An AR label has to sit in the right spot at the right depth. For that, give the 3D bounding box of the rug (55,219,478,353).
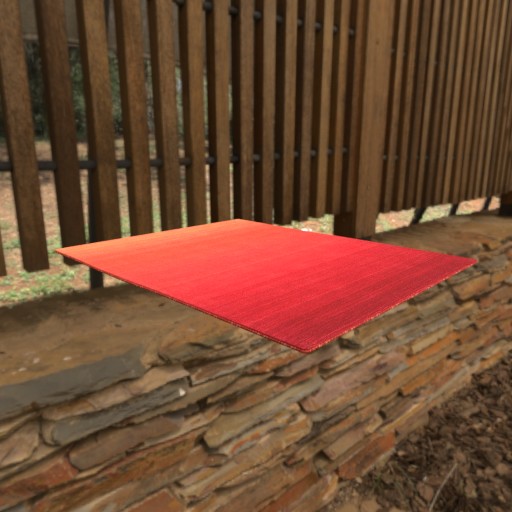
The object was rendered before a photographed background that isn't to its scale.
[{"bbox_3d":[0.000,0.000,3.861,2.905,0.028,2.340,14,20,42],"label":"rug"}]
